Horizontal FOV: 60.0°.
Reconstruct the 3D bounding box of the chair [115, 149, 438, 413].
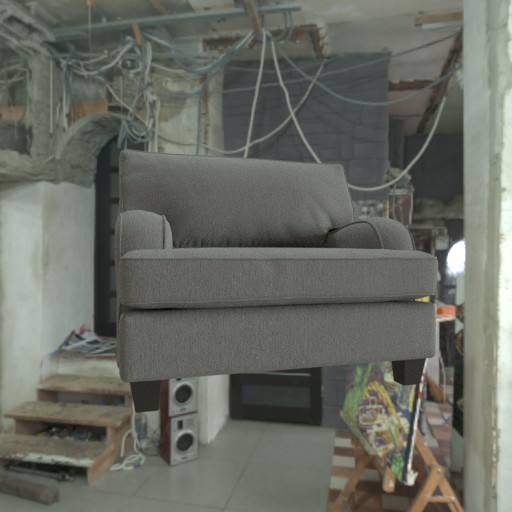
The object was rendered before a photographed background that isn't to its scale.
[{"bbox_3d":[0.000,0.000,2.015,1.220,1.016,1.041,0,0,-17],"label":"chair"}]
